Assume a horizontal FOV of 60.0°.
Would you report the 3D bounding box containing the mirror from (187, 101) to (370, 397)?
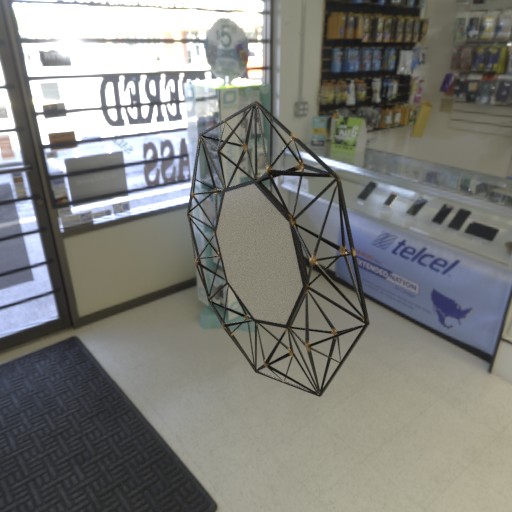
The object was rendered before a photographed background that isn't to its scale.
[{"bbox_3d":[0.000,0.000,1.070,0.094,0.710,0.710,-17,30,-31],"label":"mirror"}]
